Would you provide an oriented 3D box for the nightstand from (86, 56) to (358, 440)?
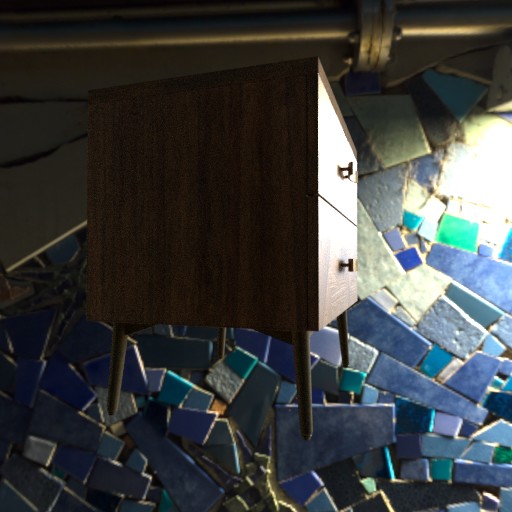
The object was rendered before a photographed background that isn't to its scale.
[{"bbox_3d":[0.000,0.000,1.038,0.458,0.610,0.610,0,-1,18],"label":"nightstand"}]
